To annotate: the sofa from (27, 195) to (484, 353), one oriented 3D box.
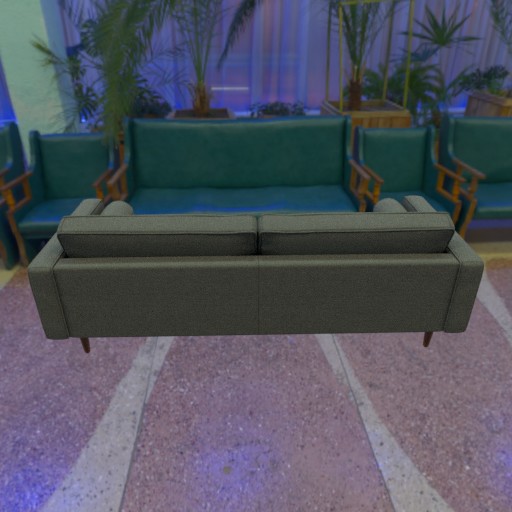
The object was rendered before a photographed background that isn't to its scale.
[{"bbox_3d":[0.000,0.000,2.585,2.198,0.762,0.914,-1,29,-1],"label":"sofa"}]
